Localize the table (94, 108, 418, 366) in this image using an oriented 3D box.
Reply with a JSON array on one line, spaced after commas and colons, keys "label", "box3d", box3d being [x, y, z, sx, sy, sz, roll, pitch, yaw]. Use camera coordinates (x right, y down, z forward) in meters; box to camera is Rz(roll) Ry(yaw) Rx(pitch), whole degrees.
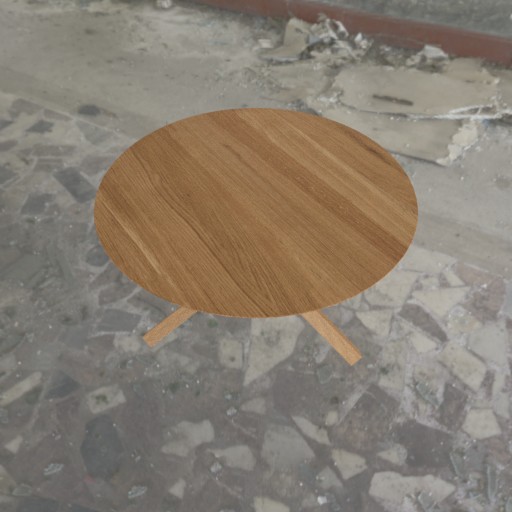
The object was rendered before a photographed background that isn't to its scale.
[{"label": "table", "box3d": [0.000, 0.000, 1.704, 1.038, 0.666, 1.038, 0, 47, 0]}]
